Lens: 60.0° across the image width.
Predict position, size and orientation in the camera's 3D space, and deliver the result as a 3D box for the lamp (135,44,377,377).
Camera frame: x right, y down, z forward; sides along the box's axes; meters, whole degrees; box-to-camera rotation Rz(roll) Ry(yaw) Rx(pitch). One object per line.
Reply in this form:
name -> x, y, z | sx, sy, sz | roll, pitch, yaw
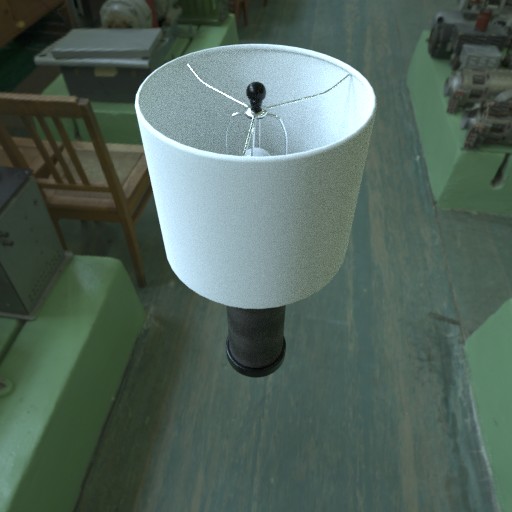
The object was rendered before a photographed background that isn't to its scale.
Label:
lamp -> 0.000, 0.000, 0.788 | 0.305, 0.634, 0.305 | 4, 47, 4
